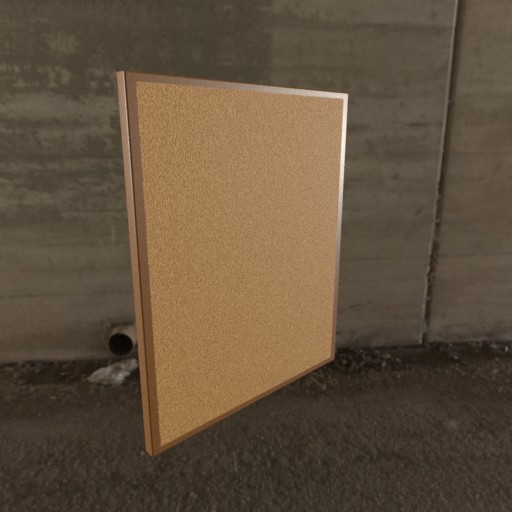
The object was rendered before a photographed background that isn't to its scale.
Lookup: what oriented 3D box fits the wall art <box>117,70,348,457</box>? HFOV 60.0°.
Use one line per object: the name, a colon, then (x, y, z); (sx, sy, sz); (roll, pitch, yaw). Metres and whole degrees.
wall art: (0.000, 0.000, 0.757); (0.449, 0.550, 0.021); (-14, 21, -41)
